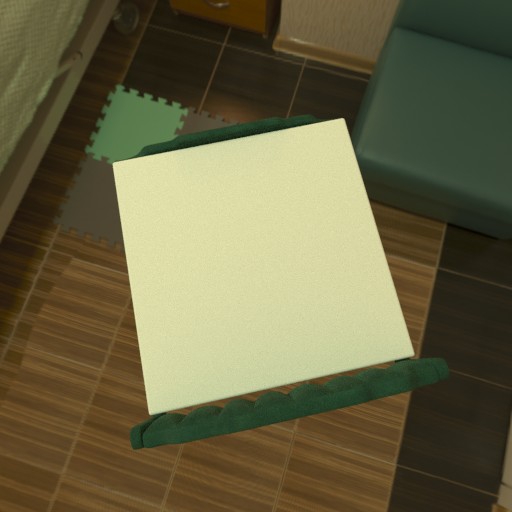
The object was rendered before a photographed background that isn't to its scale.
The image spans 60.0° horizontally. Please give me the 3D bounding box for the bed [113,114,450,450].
[{"bbox_3d":[0.000,0.000,3.472,2.074,1.245,2.340,-12,76,-3],"label":"bed"}]
